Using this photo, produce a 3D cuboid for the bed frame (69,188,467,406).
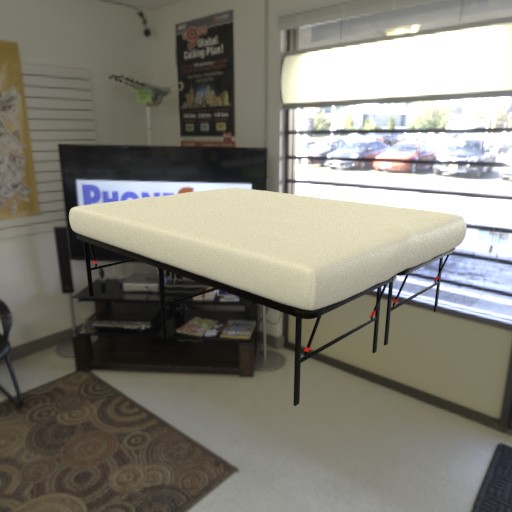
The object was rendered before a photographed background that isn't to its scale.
[{"bbox_3d":[0.000,0.000,2.938,2.151,0.667,1.584,15,21,42],"label":"bed frame"}]
